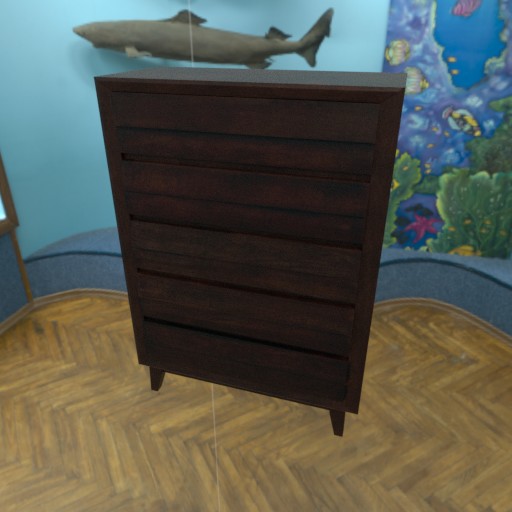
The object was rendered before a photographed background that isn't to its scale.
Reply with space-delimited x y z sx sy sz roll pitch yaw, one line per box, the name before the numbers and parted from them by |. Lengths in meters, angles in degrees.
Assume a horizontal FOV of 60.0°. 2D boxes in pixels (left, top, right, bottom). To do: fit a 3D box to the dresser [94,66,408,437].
dresser | 0.000 0.000 1.995 1.072 1.514 0.506 8 28 16
